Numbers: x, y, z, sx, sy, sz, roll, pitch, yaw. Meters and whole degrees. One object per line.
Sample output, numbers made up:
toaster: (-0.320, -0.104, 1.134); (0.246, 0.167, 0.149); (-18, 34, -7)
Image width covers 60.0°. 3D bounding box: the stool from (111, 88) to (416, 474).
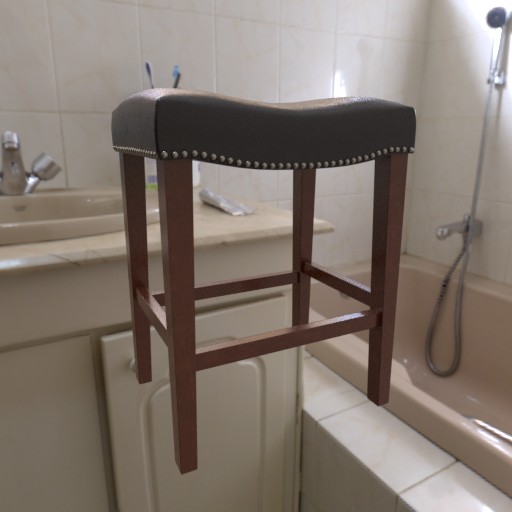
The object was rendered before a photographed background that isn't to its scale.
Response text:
stool: (0.000, 0.000, 0.952); (0.504, 0.654, 0.372); (-8, 17, -26)
